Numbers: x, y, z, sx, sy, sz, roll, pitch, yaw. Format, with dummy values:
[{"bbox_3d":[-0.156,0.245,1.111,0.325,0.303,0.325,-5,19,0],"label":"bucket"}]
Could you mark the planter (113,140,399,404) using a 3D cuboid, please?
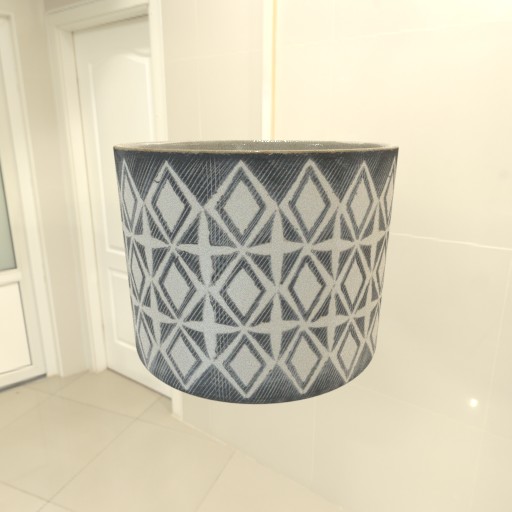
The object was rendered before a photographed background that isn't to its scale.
[{"bbox_3d":[0.000,0.000,0.335,0.192,0.165,0.192,0,16,0],"label":"planter"}]
